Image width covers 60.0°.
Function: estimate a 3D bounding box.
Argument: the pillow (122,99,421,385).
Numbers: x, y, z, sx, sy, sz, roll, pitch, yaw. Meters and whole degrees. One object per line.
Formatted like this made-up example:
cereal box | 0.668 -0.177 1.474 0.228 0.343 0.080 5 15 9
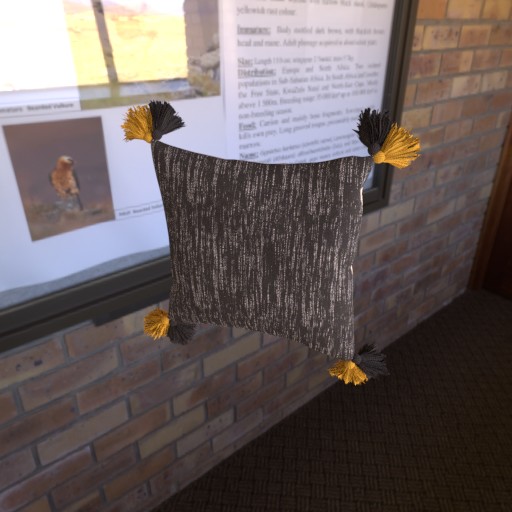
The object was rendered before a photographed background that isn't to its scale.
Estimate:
pillow | 0.000 0.000 0.998 0.654 0.659 0.139 9 28 16
